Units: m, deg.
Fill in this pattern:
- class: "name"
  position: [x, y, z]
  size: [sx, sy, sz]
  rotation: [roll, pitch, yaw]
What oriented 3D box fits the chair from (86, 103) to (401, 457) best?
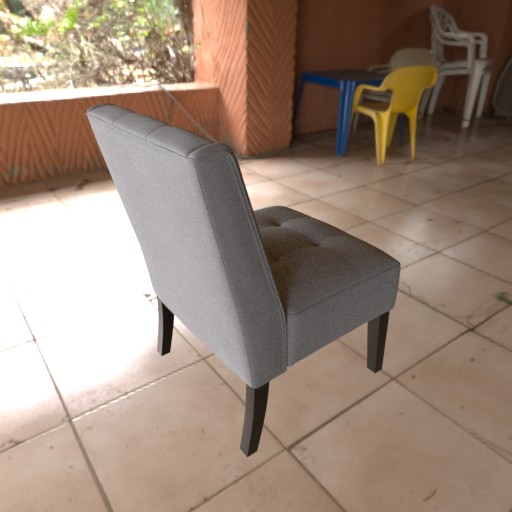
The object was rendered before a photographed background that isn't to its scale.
- class: "chair"
  position: [0.000, 0.000, 1.298]
  size: [0.676, 0.853, 0.569]
  rotation: [-20, 34, -32]
